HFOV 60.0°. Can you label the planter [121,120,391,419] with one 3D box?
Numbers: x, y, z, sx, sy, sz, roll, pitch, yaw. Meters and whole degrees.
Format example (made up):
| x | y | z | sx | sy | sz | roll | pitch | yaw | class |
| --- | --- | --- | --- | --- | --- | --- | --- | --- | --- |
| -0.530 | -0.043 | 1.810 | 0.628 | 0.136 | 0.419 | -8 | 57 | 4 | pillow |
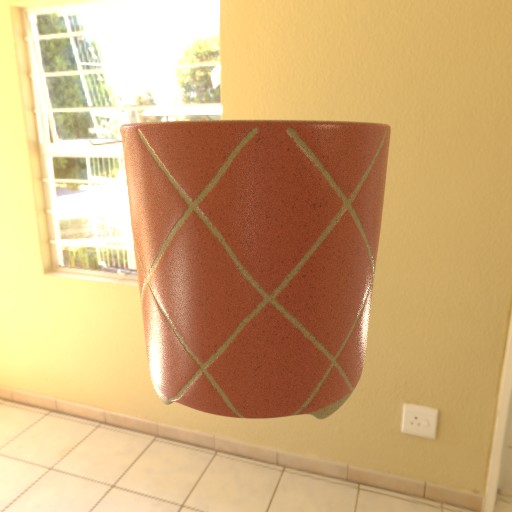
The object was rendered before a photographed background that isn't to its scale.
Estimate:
| x | y | z | sx | sy | sz | roll | pitch | yaw | class |
| --- | --- | --- | --- | --- | --- | --- | --- | --- | --- |
| 0.000 | 0.000 | 0.417 | 0.227 | 0.235 | 0.227 | 0 | 14 | 0 | planter |
